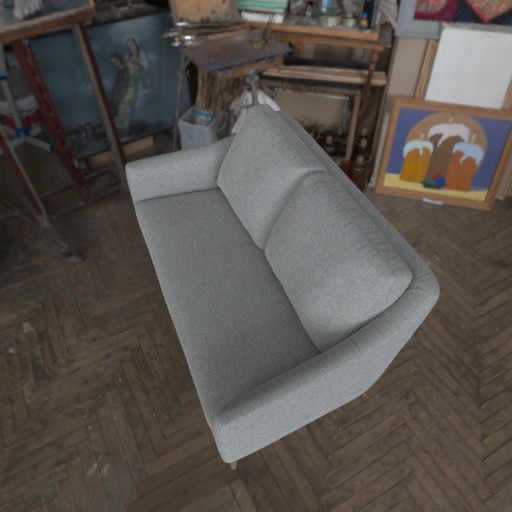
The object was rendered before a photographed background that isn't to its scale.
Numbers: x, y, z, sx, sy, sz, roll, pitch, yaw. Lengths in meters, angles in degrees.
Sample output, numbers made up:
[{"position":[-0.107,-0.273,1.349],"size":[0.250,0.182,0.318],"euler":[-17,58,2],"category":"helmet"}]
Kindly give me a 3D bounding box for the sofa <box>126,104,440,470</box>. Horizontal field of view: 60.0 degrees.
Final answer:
[{"position":[0.000,0.000,2.202],"size":[0.960,0.904,1.619],"euler":[-17,49,-15],"category":"sofa"}]
